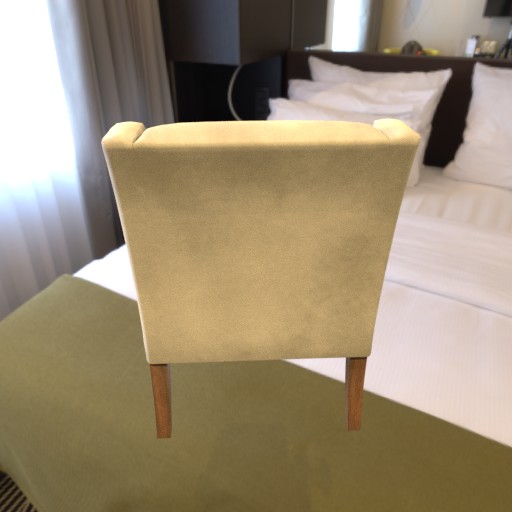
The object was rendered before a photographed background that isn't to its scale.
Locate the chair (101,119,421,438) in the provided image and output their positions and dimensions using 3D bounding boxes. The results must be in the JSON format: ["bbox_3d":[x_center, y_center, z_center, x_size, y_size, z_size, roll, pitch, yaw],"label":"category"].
[{"bbox_3d":[0.000,0.000,1.314,0.629,0.895,0.629,-1,30,-2],"label":"chair"}]
